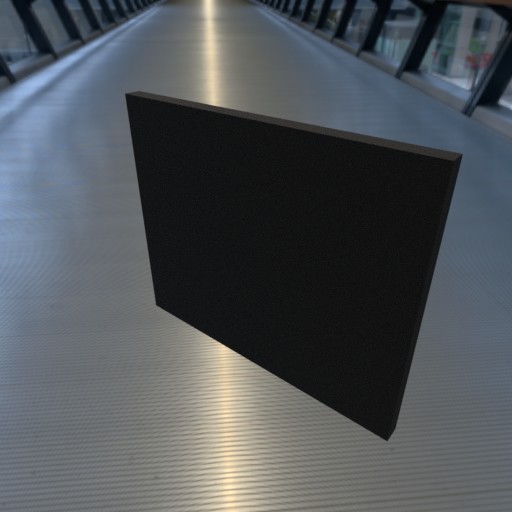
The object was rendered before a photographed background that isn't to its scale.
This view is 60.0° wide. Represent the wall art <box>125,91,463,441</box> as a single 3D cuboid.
[{"bbox_3d":[0.000,0.000,0.742,0.558,0.457,0.031,23,38,33],"label":"wall art"}]
